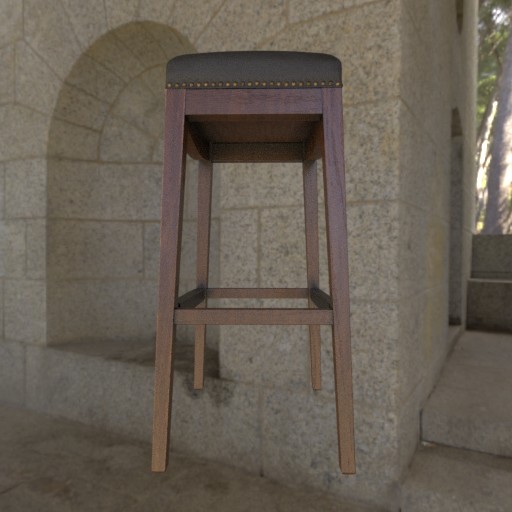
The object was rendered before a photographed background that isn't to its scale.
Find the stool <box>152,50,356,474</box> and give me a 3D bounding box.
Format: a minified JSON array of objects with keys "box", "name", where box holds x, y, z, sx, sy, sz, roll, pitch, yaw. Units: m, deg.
[{"box":[0.000,0.000,1.028,0.361,0.765,0.500,0,1,1],"name":"stool"}]
